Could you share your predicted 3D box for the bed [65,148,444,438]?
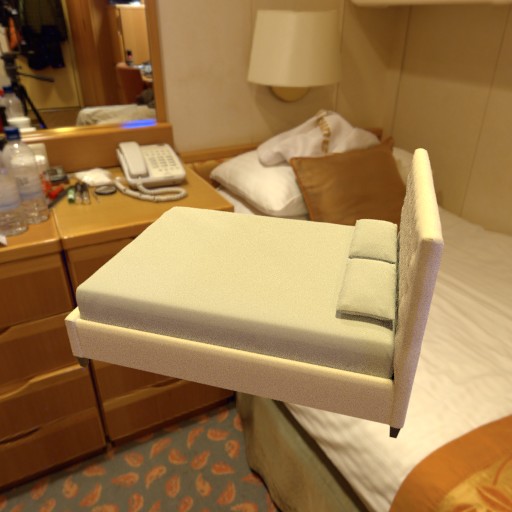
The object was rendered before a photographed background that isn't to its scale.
[{"bbox_3d":[0.000,0.000,3.442,2.387,1.427,1.698,8,30,14],"label":"bed"}]
